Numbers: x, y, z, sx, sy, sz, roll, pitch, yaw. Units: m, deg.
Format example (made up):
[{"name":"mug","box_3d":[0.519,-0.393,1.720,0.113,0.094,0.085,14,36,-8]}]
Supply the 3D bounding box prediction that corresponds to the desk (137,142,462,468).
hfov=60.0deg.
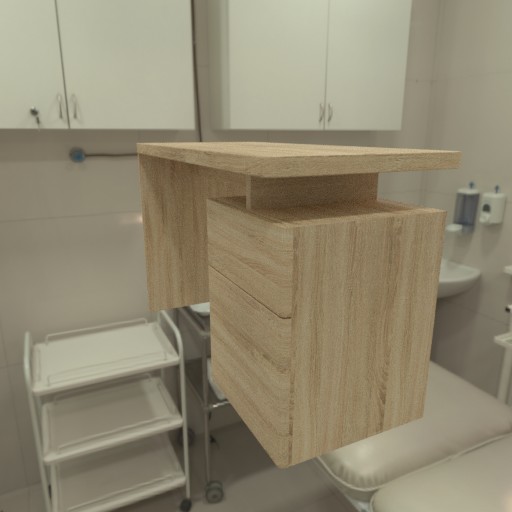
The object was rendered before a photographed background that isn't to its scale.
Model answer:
[{"name":"desk","box_3d":[0.000,0.000,1.579,0.550,0.760,1.200,-8,17,-25]}]
